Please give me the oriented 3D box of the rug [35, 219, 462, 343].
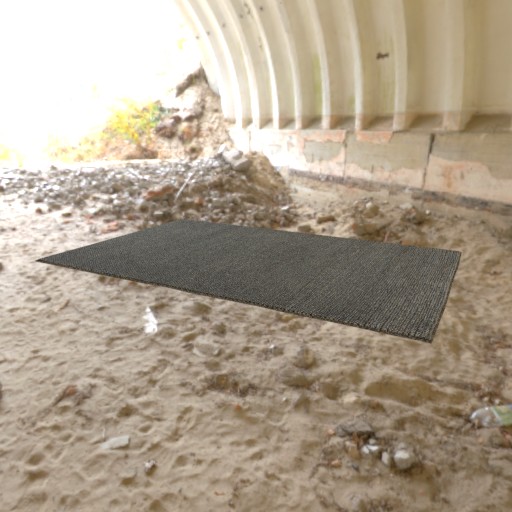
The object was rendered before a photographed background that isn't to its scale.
[{"bbox_3d":[0.000,0.000,2.985,2.443,0.021,1.538,8,18,27],"label":"rug"}]
